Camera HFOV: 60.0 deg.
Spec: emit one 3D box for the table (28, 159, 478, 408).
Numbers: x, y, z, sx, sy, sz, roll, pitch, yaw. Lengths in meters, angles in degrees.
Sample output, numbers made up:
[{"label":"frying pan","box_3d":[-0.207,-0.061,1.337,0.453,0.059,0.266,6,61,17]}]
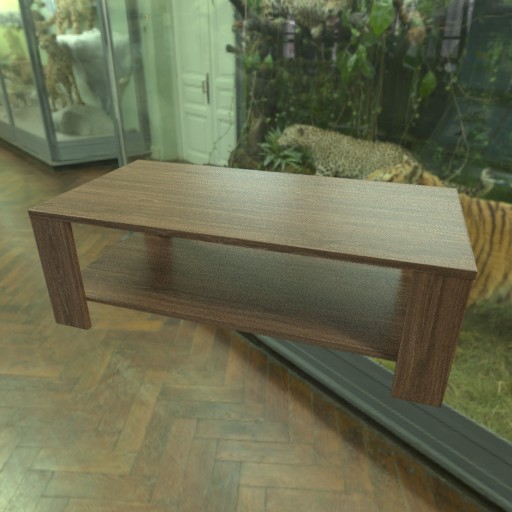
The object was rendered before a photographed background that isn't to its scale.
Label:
[{"label":"table","box_3d":[0.000,0.000,1.465,1.200,0.400,0.600,8,28,16]}]
